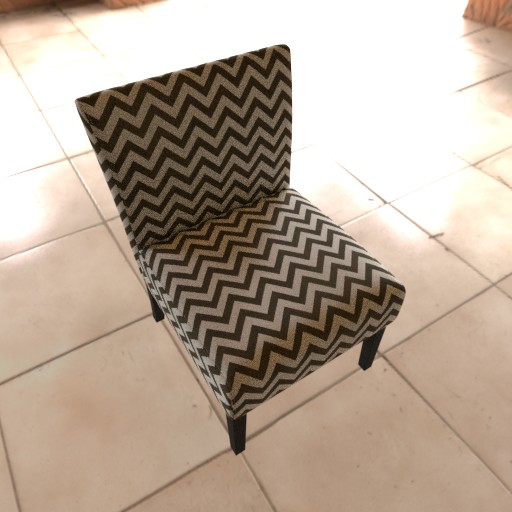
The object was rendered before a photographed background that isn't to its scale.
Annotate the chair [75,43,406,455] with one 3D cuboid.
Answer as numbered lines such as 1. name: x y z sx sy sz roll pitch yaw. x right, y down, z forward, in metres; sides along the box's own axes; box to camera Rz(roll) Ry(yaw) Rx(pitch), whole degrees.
1. chair: 0.000 0.000 1.235 0.589 0.838 0.648 -25 52 -22
